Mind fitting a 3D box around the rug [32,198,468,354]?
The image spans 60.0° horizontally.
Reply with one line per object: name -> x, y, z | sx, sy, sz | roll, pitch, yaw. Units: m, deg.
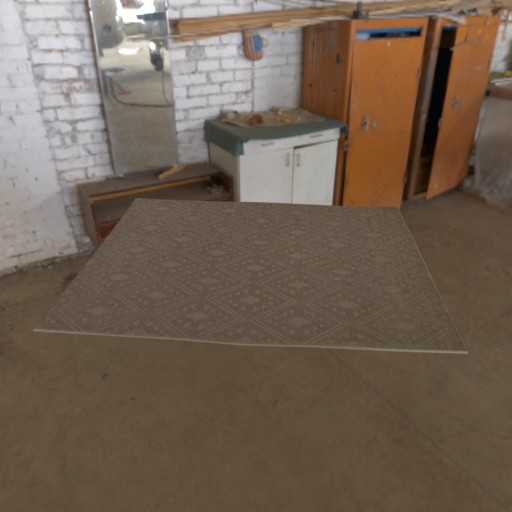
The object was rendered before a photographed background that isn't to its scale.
rug -> 0.000, 0.000, 4.065 | 3.011, 0.054, 2.399 | 2, 30, 4
